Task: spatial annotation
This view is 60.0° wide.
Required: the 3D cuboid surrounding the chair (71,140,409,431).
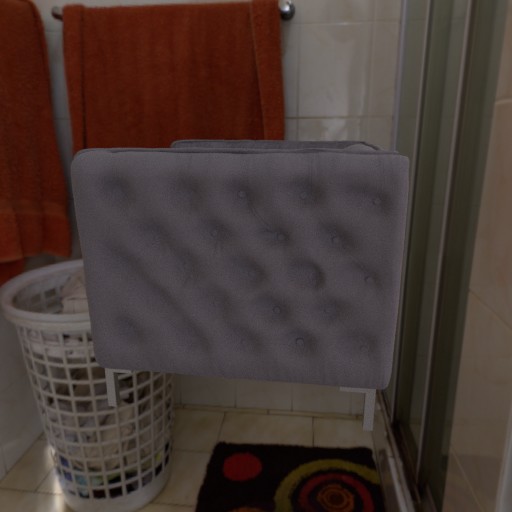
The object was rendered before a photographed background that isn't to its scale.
[{"bbox_3d":[0.000,0.000,1.630,0.913,0.807,0.946,2,16,8],"label":"chair"}]
